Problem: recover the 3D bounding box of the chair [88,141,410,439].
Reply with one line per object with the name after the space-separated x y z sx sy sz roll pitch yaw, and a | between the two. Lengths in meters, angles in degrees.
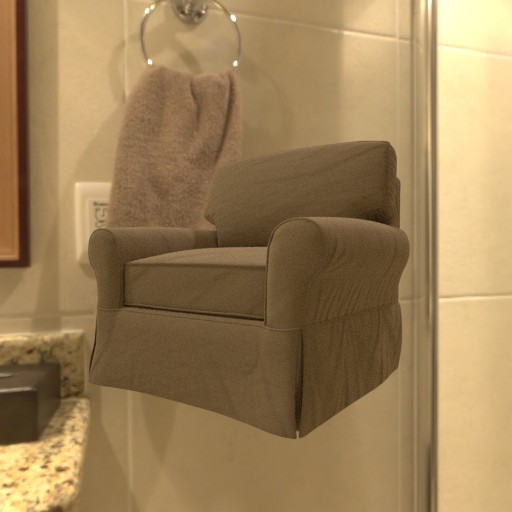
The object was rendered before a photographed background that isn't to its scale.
0.000 0.000 1.891 1.135 1.017 0.988 0 0 35 | chair
